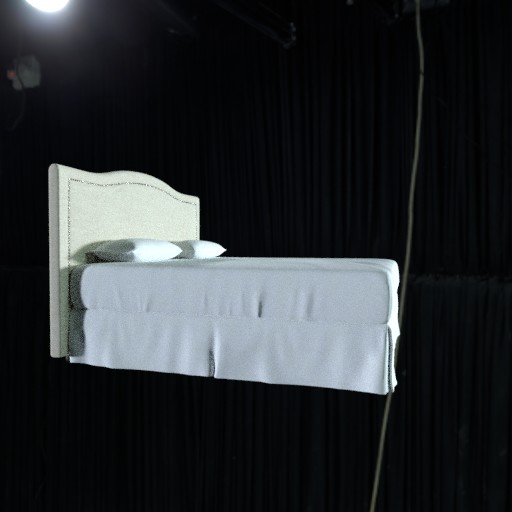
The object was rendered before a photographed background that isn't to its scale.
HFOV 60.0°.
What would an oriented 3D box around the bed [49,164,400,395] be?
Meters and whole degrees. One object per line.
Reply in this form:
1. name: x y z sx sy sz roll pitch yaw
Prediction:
1. bed: 0.000 0.000 3.545 2.182 1.421 2.083 0 1 19
